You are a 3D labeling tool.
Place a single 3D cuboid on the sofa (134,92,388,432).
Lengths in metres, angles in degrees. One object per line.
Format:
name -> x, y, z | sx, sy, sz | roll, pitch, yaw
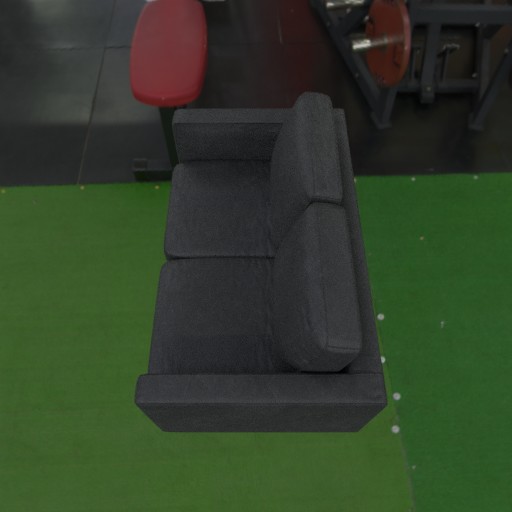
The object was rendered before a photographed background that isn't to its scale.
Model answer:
sofa -> 0.000, 0.000, 2.029 | 0.879, 0.899, 1.430 | 0, 59, 0
